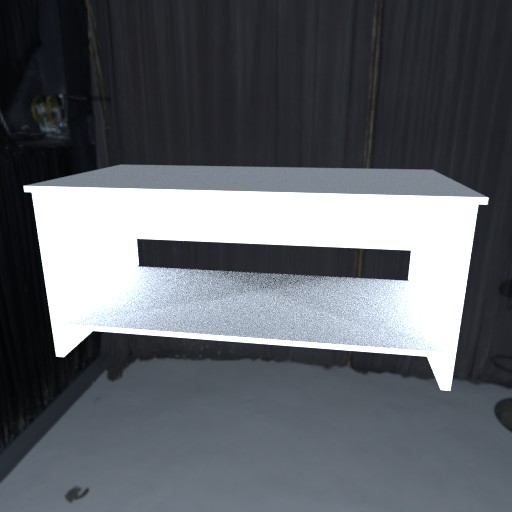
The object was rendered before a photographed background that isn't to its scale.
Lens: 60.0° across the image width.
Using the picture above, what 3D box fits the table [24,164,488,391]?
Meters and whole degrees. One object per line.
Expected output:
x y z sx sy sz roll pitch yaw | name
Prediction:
0.000 0.000 1.242 1.000 0.441 0.500 3 17 9 | table
